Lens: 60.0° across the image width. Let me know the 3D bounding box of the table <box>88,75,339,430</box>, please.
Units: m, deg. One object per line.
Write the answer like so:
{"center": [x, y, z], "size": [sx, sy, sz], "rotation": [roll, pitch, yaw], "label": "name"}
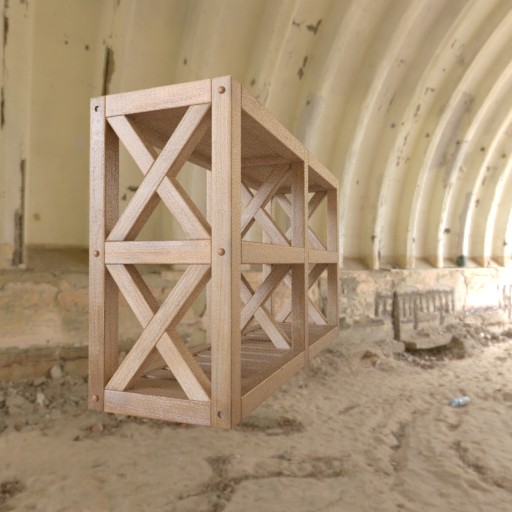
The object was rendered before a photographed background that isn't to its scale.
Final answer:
{"center": [0.000, 0.000, 1.626], "size": [0.381, 0.762, 1.320], "rotation": [0, -1, 21], "label": "table"}
